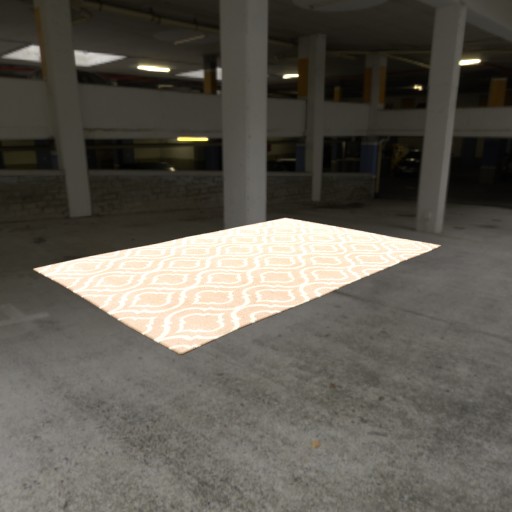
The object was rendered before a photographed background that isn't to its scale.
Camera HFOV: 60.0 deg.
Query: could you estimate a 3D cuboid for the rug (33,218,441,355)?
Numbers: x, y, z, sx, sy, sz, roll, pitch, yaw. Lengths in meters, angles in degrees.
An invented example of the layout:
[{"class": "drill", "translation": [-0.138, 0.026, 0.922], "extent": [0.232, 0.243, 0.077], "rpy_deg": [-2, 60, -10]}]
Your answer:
[{"class": "rug", "translation": [0.000, 0.000, 2.232], "extent": [1.152, 0.013, 1.761], "rpy_deg": [15, 22, 43]}]
